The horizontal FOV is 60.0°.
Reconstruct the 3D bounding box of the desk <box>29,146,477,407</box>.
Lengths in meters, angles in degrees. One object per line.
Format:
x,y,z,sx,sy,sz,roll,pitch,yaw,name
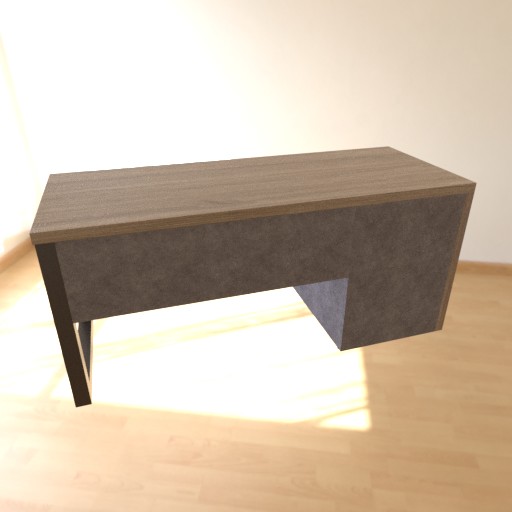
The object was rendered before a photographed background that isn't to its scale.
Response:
0.000,0.000,2.077,1.700,0.760,0.690,-8,28,-15,desk
